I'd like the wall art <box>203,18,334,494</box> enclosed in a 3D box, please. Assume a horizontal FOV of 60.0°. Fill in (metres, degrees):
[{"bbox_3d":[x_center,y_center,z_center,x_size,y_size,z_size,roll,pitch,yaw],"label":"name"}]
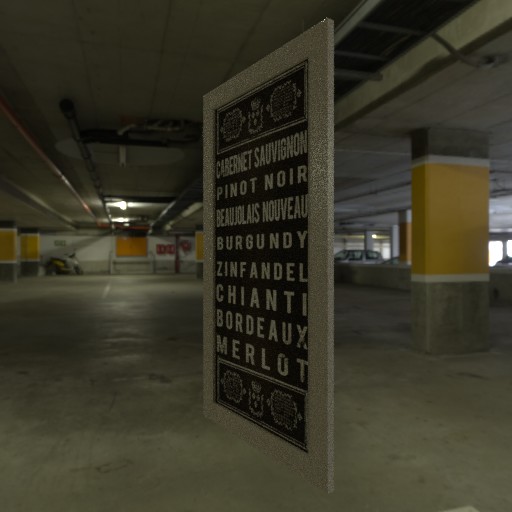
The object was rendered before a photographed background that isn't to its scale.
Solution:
[{"bbox_3d":[0.000,0.000,0.795,0.013,0.683,0.380,0,0,-34],"label":"wall art"}]
